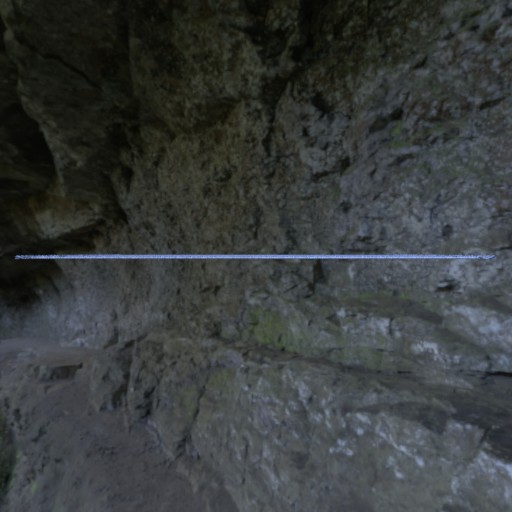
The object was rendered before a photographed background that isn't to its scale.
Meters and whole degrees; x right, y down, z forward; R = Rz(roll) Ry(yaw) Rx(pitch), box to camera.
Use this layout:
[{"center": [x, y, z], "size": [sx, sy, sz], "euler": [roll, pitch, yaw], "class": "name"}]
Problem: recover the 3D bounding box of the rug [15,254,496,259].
[{"center": [0.000, 0.000, 2.933], "size": [2.312, 0.017, 1.613], "euler": [0, 0, 1], "class": "rug"}]
